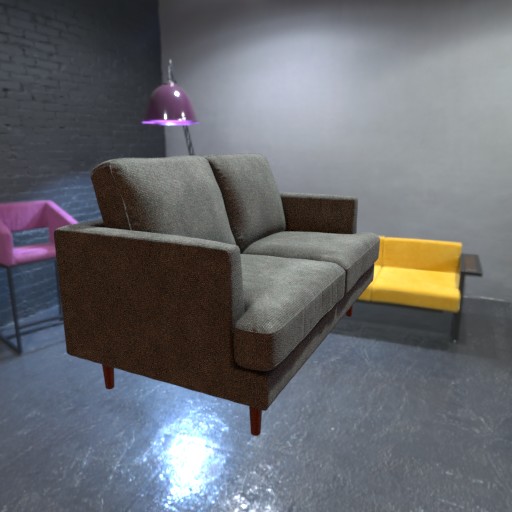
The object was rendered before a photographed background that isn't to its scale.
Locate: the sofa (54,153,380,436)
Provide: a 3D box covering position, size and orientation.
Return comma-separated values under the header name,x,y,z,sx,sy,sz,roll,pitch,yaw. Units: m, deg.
name,x,y,z,sx,sy,sz,roll,pitch,yaw
sofa,0.000,0.000,2.148,0.903,0.956,1.582,7,16,26
